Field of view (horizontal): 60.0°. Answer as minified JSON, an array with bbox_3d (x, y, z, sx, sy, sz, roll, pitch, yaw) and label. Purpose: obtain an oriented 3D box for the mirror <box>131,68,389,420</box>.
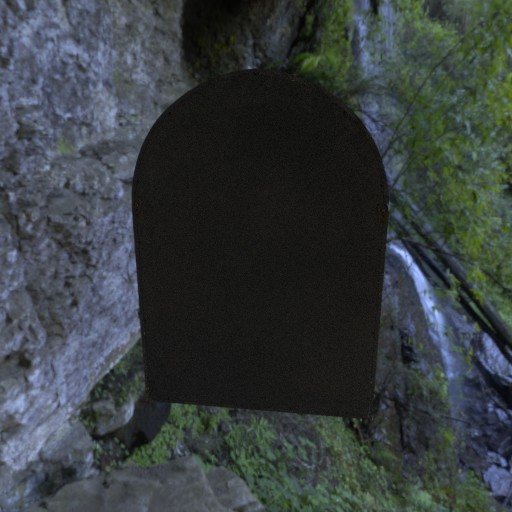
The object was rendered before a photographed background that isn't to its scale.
[{"bbox_3d":[0.000,0.000,1.175,0.660,0.920,0.032,2,16,8],"label":"mirror"}]
